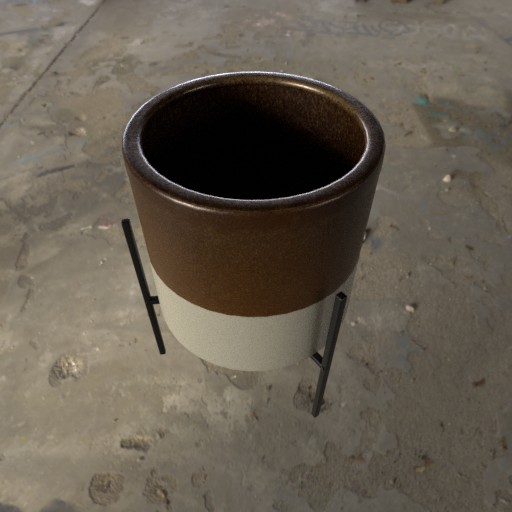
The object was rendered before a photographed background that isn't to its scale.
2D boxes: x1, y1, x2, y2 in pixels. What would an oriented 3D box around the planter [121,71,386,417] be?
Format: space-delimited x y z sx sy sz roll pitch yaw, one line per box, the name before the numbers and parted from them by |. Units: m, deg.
planter | 0.000 0.000 0.561 0.255 0.375 0.269 17 49 15
